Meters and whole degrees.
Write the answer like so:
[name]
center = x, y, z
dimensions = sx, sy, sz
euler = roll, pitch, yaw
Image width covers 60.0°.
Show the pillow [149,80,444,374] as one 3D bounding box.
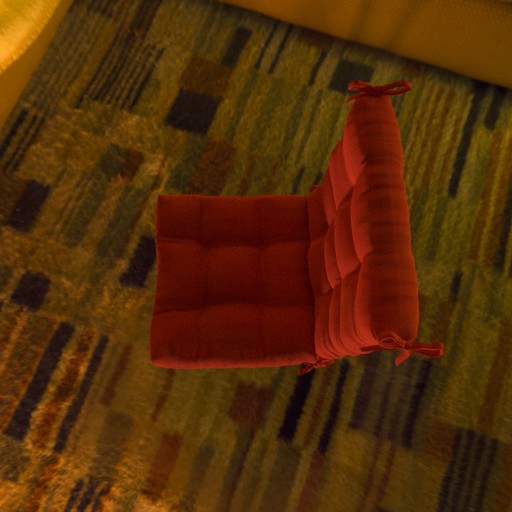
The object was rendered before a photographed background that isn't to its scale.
[pillow]
center = 0.000, 0.000, 1.001
dimensions = 0.571, 0.605, 0.519
euler = -1, 75, 0
